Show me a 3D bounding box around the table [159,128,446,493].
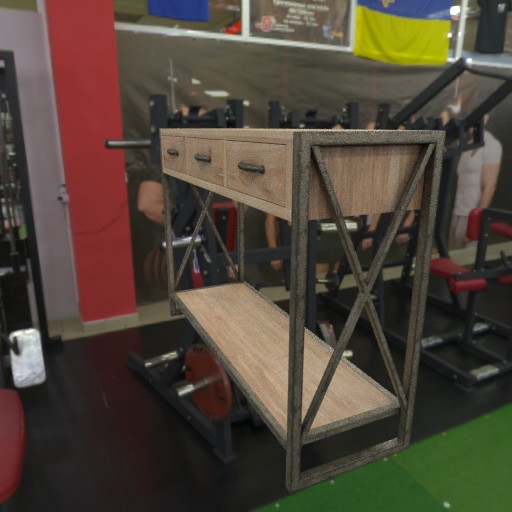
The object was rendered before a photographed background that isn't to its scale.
[{"bbox_3d":[0.000,0.000,1.389,0.361,0.763,1.059,-7,18,-24],"label":"table"}]
